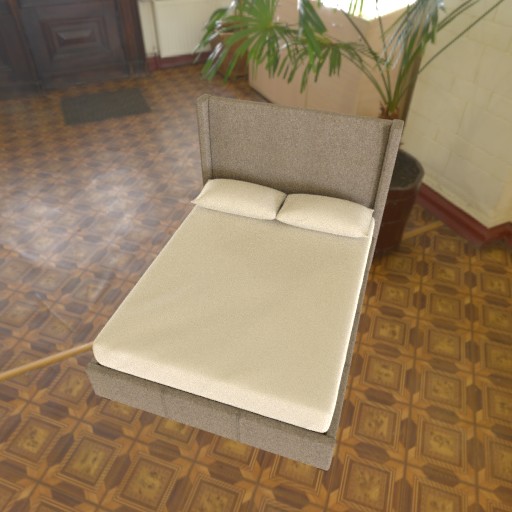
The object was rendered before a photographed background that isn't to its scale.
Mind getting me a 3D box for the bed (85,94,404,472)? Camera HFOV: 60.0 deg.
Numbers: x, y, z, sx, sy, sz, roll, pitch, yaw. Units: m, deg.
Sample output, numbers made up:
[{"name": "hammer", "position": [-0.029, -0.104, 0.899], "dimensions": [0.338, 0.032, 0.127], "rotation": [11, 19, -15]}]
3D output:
[{"name": "bed", "position": [0.000, 0.000, 3.372], "dimensions": [1.714, 1.481, 2.245], "rotation": [12, 43, 14]}]
